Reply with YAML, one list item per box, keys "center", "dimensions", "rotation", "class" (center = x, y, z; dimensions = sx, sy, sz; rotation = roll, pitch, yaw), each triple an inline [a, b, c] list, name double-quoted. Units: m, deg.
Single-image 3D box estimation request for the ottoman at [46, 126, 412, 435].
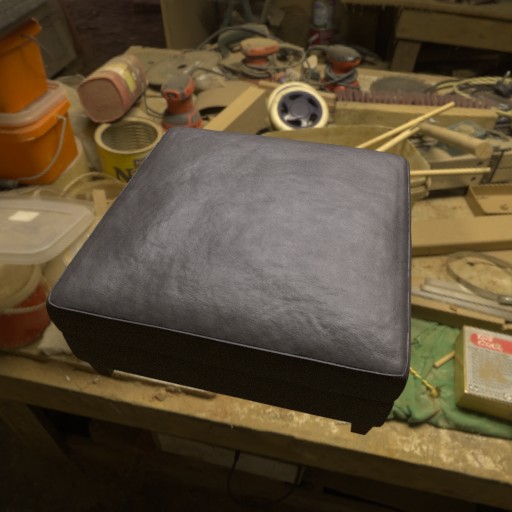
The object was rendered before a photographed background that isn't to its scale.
- center: [0.000, 0.000, 1.321]
  dimensions: [0.844, 0.415, 0.836]
  rotation: [10, 47, 9]
  class: "ottoman"
